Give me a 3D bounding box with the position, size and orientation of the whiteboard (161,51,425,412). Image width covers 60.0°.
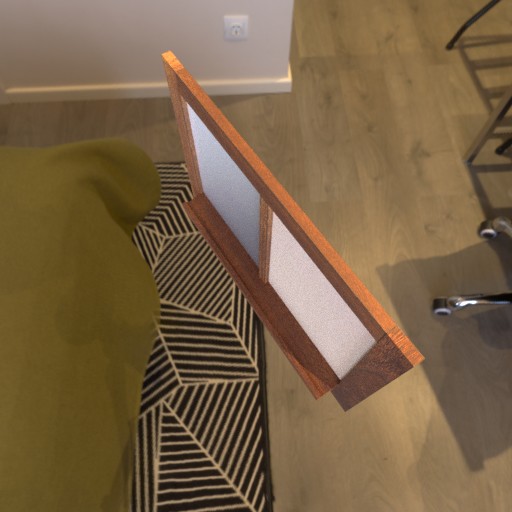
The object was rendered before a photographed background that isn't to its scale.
[{"bbox_3d":[0.000,0.000,1.039,0.083,0.559,0.783,-31,68,-14],"label":"whiteboard"}]
